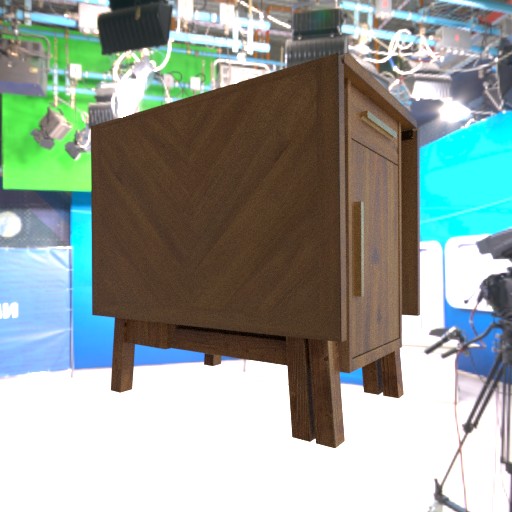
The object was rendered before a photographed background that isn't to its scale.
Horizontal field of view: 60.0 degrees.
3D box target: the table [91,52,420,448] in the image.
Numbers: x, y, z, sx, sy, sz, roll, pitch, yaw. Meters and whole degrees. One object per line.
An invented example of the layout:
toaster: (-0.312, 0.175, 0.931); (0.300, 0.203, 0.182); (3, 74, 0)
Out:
table: (0.000, 0.000, 1.599); (0.967, 0.981, 0.701); (-1, -1, 35)
